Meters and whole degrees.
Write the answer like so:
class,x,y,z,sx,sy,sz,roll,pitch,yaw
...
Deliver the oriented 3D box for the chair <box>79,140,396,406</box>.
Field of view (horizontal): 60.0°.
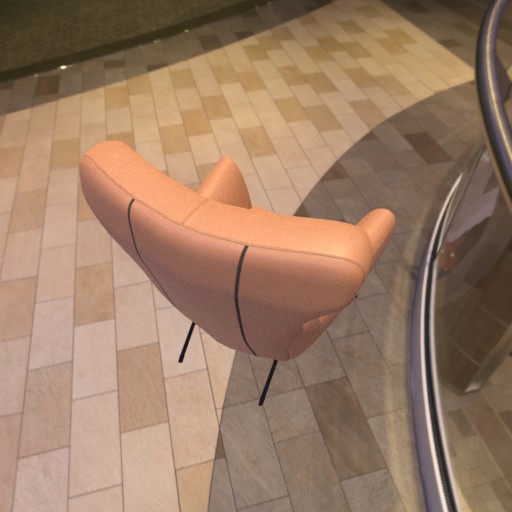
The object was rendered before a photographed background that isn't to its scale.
class,x,y,z,sx,sy,sz,roll,pitch,yaw
chair,0.000,0.000,1.797,0.980,1.050,0.900,22,50,20
